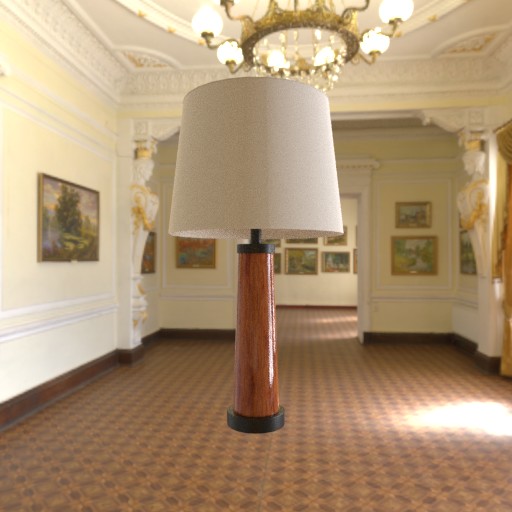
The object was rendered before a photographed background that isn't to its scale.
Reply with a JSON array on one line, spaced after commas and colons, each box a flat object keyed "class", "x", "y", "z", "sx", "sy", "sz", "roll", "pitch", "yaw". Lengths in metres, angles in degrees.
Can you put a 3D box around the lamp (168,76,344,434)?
[{"class": "lamp", "x": 0.000, "y": 0.000, "z": 0.891, "sx": 0.349, "sy": 0.667, "sz": 0.349, "roll": 0, "pitch": -1, "yaw": 0}]
